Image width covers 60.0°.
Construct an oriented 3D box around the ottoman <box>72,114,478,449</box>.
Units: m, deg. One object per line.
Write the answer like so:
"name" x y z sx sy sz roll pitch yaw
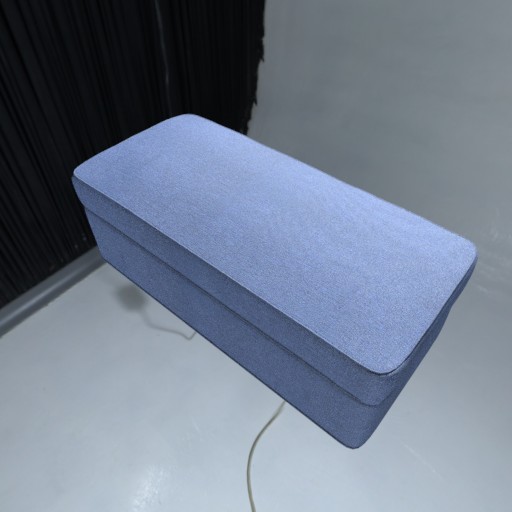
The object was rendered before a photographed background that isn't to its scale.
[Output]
"ottoman" 0.000 0.000 1.377 1.110 0.460 0.515 31 54 27
